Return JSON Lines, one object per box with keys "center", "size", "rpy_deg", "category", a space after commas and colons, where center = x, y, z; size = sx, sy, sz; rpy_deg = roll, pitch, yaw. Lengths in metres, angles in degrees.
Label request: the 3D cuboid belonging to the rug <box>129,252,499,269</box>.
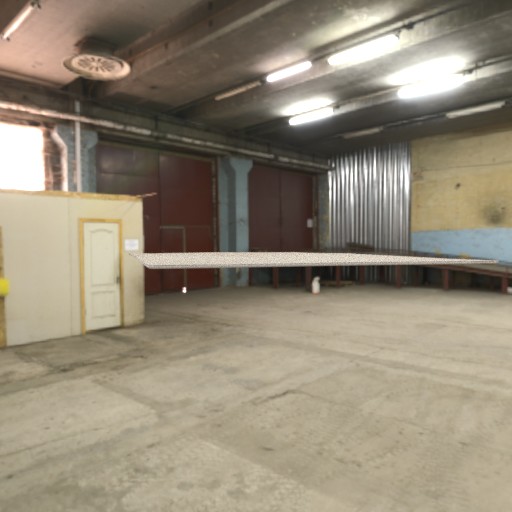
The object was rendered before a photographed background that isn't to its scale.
{"center": [0.000, 0.000, 2.167], "size": [1.154, 0.021, 1.792], "rpy_deg": [0, 2, -17], "category": "rug"}
